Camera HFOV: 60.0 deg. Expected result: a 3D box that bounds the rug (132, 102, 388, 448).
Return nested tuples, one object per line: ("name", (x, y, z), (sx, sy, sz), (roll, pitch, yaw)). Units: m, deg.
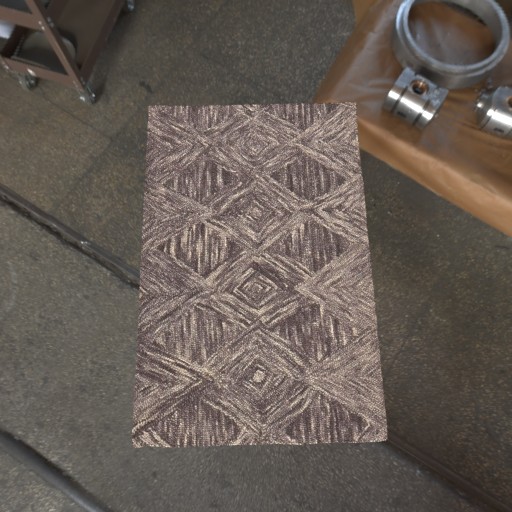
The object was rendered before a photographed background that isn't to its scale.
("rug", (0.000, 0.000, 2.291), (1.186, 0.012, 1.814), (-1, 74, 0))
